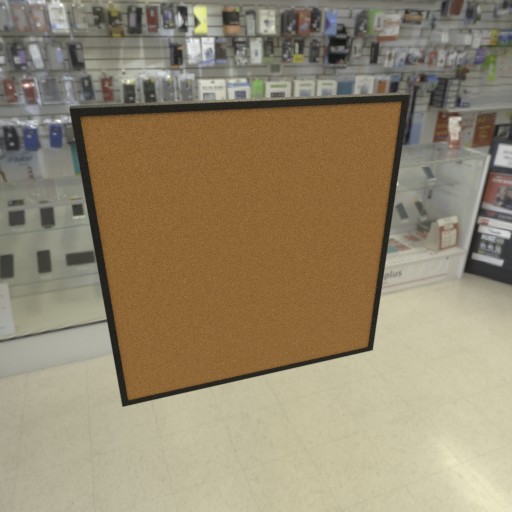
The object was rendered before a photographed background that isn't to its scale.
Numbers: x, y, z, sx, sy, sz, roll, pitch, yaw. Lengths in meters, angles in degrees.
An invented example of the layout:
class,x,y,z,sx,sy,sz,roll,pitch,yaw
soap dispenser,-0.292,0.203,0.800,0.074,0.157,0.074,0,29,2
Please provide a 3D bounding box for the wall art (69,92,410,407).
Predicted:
class,x,y,z,sx,sy,sz,roll,pitch,yaw
wall art,0.000,0.000,1.137,0.763,0.763,0.039,-8,27,-16
